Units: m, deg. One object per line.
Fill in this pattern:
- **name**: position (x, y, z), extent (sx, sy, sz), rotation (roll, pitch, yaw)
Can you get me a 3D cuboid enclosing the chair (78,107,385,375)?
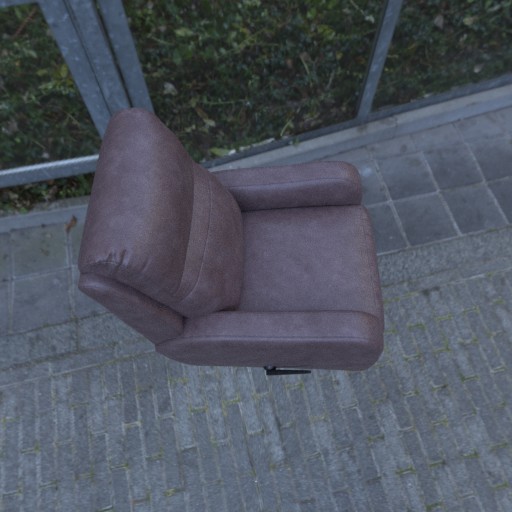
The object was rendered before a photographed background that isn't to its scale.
- **chair**: position (0.000, 0.000, 1.822), extent (1.067, 1.067, 0.865), rotation (0, 63, 0)
